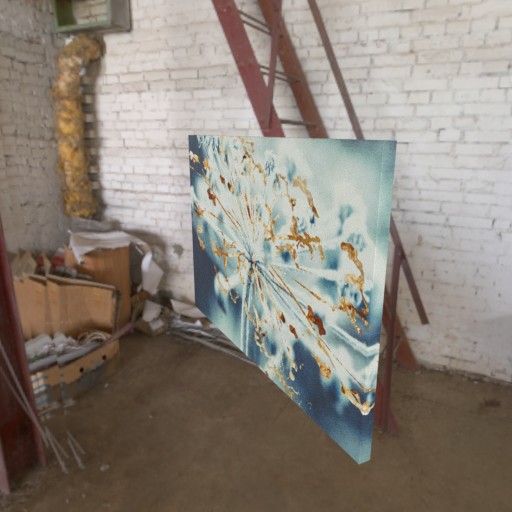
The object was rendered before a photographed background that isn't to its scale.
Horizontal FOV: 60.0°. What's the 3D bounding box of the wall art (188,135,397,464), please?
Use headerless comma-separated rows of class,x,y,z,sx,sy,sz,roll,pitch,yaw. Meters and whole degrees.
wall art,0.000,0.000,1.462,0.035,0.759,1.138,-8,18,-27
